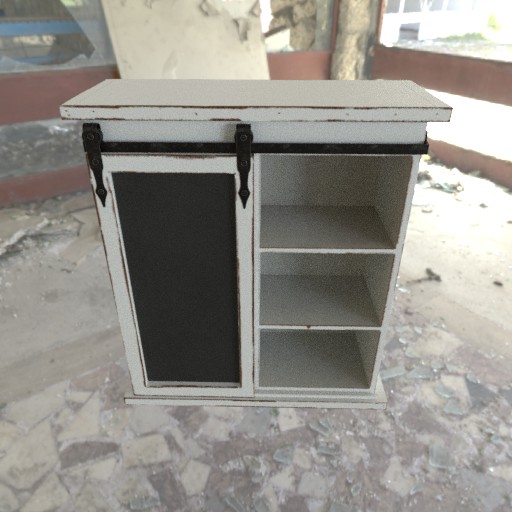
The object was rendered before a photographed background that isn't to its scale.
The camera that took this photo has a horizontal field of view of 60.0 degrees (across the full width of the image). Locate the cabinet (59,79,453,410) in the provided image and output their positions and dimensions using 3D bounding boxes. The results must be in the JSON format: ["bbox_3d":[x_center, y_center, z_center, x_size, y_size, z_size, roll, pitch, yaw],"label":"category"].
[{"bbox_3d":[0.000,0.000,0.851,0.541,0.603,0.210,1,31,1],"label":"cabinet"}]
